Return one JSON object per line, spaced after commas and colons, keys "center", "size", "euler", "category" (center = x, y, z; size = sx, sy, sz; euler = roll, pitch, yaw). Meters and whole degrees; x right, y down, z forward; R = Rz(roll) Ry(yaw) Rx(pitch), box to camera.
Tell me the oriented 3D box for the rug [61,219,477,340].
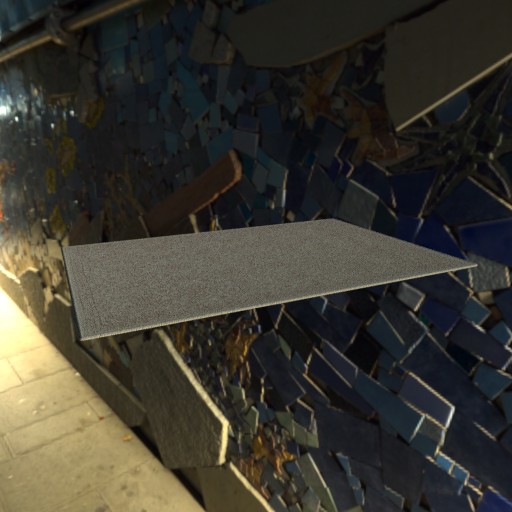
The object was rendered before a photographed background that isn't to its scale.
{"center": [0.000, 0.000, 2.319], "size": [1.829, 0.010, 1.219], "euler": [-8, 18, -24], "category": "rug"}
